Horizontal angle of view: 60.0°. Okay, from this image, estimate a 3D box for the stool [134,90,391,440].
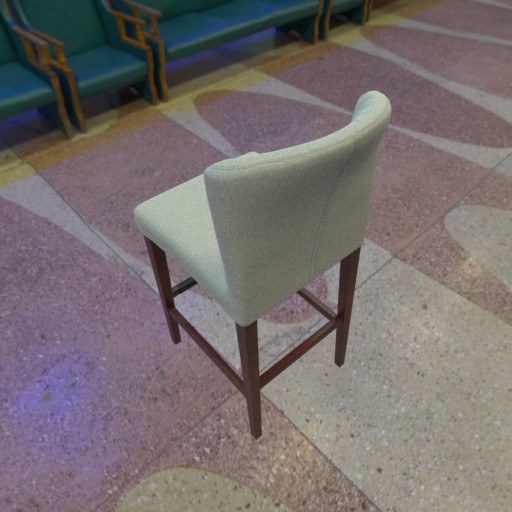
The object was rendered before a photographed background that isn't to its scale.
[{"bbox_3d":[0.000,0.000,1.331,0.479,1.069,0.568,-32,54,-27],"label":"stool"}]
